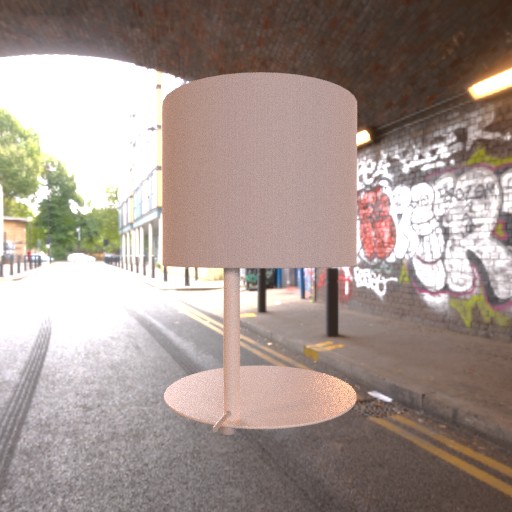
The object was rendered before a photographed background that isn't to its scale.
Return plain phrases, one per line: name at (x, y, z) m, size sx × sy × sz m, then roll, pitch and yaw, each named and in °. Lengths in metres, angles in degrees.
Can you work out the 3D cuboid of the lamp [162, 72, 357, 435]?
lamp at (0.000, 0.000, 0.679) m, size 0.299 × 0.454 × 0.341 m, roll 0°, pitch 1°, yaw 18°
